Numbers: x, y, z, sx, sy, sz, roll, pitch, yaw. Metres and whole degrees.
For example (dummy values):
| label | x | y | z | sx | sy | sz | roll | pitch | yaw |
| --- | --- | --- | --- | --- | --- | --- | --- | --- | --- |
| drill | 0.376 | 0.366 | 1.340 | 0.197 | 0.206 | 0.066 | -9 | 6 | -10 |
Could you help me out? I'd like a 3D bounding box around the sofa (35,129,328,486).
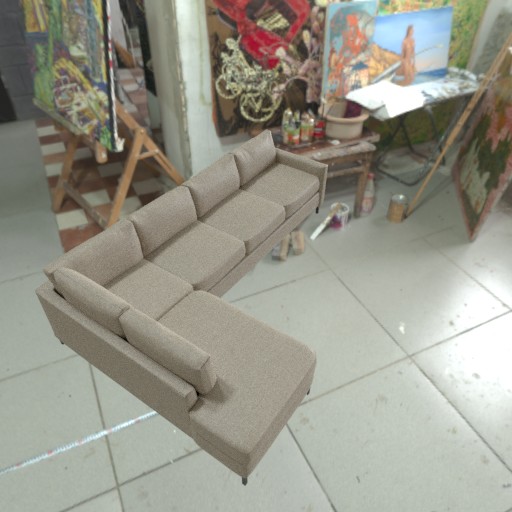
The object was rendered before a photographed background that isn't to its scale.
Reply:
| label | x | y | z | sx | sy | sz | roll | pitch | yaw |
| --- | --- | --- | --- | --- | --- | --- | --- | --- | --- |
| sofa | 0.000 | 0.000 | 3.133 | 1.617 | 0.703 | 2.423 | 25 | 46 | 26 |
